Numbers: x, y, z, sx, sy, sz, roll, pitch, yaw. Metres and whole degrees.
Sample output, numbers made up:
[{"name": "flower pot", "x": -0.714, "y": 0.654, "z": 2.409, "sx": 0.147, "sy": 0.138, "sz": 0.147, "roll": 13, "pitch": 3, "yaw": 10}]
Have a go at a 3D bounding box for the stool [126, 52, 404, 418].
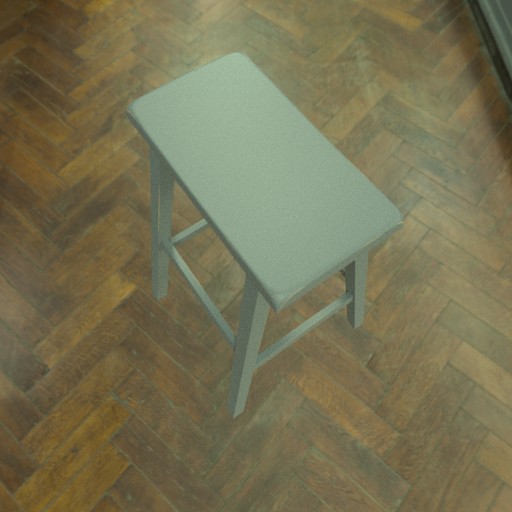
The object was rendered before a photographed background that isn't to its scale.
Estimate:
[{"name": "stool", "x": 0.000, "y": 0.000, "z": 1.039, "sx": 0.476, "sy": 0.737, "sz": 0.457, "roll": -32, "pitch": 69, "yaw": -14}]
